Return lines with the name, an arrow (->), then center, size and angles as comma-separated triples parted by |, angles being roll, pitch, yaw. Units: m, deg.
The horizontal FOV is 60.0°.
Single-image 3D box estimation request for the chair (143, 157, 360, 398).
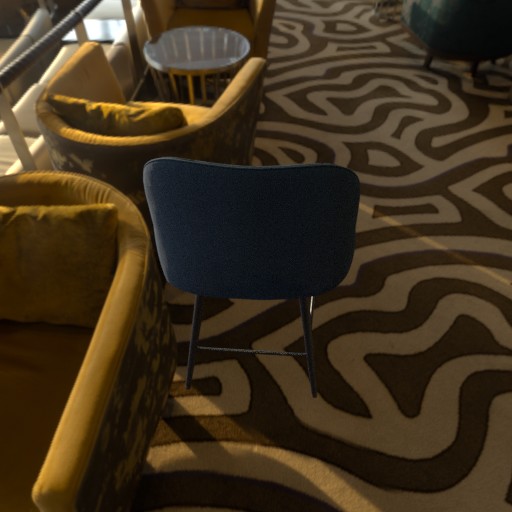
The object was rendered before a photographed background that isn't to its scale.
chair -> 0.000, 0.000, 1.220 | 0.526, 0.927, 0.489 | 3, 47, 3
